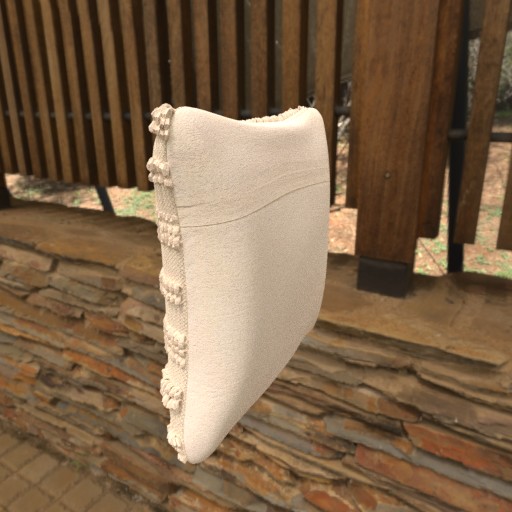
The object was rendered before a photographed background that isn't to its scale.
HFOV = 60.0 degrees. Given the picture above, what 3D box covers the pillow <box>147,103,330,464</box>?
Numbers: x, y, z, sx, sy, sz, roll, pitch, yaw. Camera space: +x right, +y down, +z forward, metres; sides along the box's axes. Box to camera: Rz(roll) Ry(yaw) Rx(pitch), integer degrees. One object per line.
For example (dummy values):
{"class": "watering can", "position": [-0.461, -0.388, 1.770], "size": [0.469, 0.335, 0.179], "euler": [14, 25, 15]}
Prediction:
{"class": "pillow", "position": [0.000, 0.000, 0.655], "size": [0.145, 0.427, 0.437], "euler": [8, 20, 24]}
